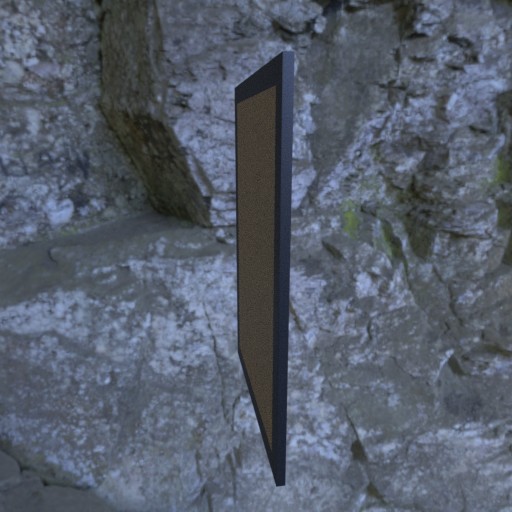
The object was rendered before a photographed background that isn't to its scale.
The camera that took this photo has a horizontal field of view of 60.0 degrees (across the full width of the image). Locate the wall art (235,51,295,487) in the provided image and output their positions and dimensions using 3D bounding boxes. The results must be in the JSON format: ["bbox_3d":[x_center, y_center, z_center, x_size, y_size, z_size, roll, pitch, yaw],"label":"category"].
[{"bbox_3d":[0.000,0.000,0.700,0.013,0.534,0.381,-3,16,-10],"label":"wall art"}]
